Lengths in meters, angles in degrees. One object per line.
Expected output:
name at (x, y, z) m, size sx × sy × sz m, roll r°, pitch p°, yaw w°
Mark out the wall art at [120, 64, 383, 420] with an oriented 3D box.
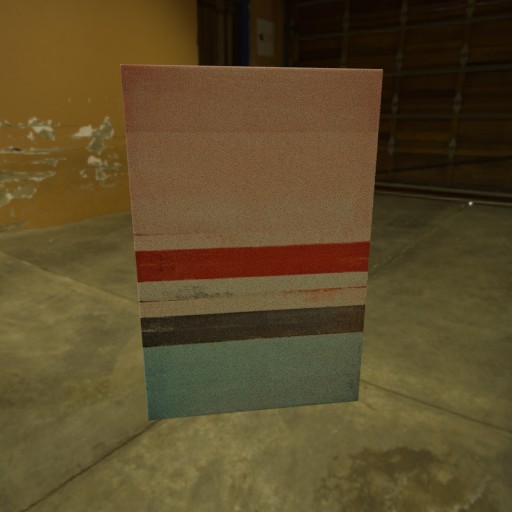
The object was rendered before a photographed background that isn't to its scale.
wall art at (0.000, 0.000, 1.164) m, size 0.610 × 0.914 × 0.038 m, roll -2°, pitch 16°, yaw -8°
